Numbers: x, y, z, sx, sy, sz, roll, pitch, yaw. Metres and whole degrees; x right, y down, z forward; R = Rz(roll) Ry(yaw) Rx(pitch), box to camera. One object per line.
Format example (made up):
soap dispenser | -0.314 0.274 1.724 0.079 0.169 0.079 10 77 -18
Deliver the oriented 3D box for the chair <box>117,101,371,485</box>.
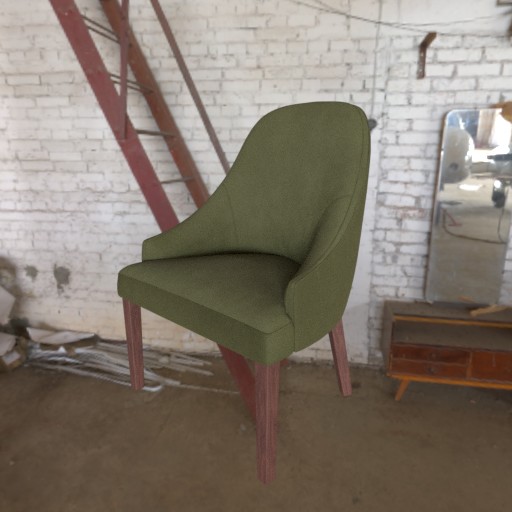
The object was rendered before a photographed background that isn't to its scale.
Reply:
chair | 0.000 0.000 1.303 0.643 0.889 0.575 14 20 43
